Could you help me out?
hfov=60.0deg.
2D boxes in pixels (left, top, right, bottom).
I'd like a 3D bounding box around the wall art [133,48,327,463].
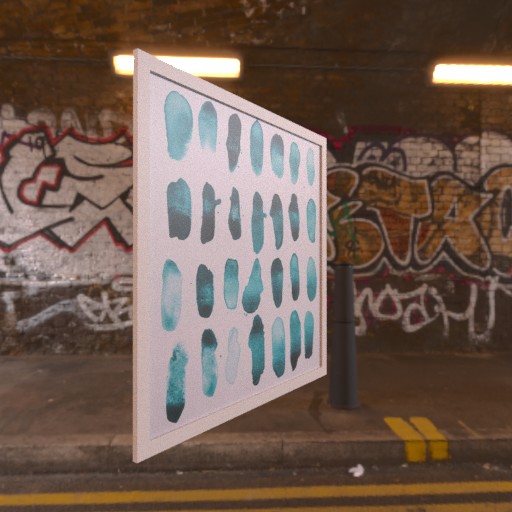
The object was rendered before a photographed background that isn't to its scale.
[{"bbox_3d":[0.000,0.000,1.200,0.013,0.813,0.812,0,0,36],"label":"wall art"}]
